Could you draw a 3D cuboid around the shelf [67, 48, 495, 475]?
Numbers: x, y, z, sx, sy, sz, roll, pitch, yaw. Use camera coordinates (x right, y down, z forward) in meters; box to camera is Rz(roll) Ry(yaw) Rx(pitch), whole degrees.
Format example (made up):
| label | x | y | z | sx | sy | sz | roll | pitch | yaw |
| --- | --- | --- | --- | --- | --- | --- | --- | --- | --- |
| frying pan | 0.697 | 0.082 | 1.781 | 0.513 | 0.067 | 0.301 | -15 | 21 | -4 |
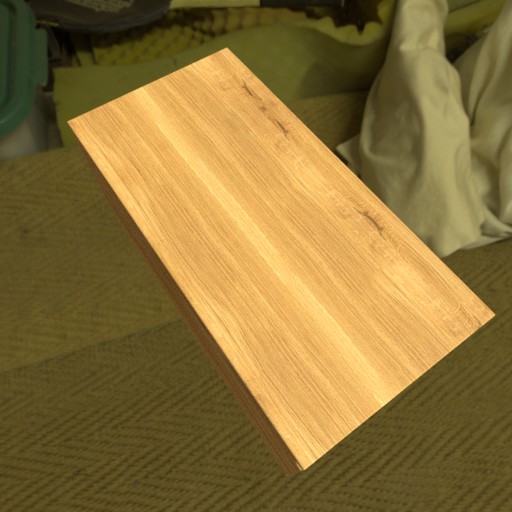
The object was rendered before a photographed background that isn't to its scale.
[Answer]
| label | x | y | z | sx | sy | sz | roll | pitch | yaw |
| --- | --- | --- | --- | --- | --- | --- | --- | --- | --- |
| shelf | 0.000 | 0.000 | 1.002 | 0.400 | 0.400 | 0.800 | -32 | 67 | -15 |
